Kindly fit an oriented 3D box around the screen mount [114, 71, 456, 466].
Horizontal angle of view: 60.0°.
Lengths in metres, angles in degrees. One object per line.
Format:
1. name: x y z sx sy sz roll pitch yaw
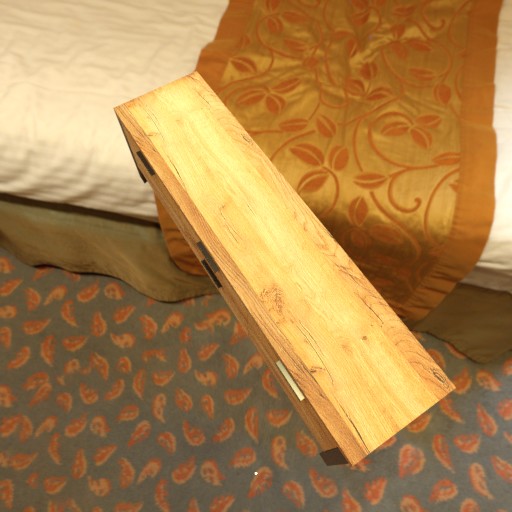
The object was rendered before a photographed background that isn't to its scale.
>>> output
1. screen mount: 0.000 0.000 1.717 0.395 0.450 1.524 -30 68 -14
